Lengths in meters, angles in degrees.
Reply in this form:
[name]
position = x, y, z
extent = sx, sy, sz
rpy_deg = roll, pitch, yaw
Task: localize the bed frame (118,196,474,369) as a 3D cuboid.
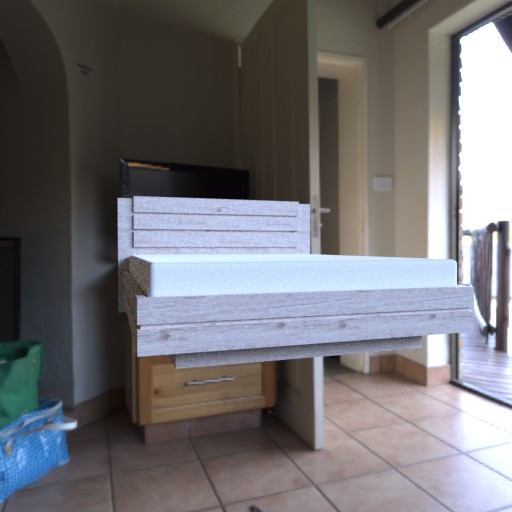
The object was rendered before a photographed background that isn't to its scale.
[bed frame]
position = 0.000, 0.000, 2.995
extent = 1.750, 0.970, 2.080
rpy_deg = 0, 1, -18
